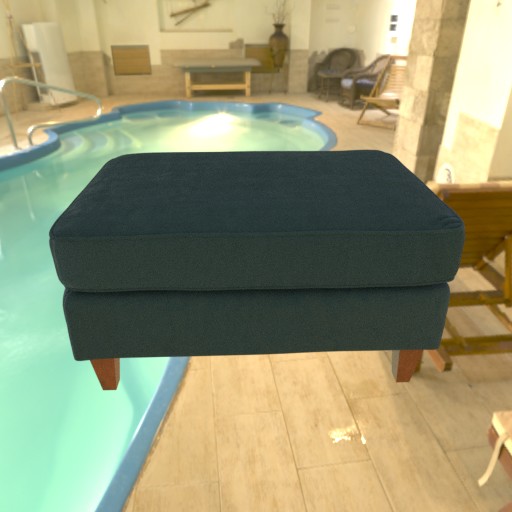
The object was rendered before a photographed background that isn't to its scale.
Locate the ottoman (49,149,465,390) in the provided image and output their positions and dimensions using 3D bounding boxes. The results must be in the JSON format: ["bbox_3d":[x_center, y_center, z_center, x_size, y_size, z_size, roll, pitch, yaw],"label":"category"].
[{"bbox_3d":[0.000,0.000,1.211,0.862,0.484,0.583,-1,28,-2],"label":"ottoman"}]
